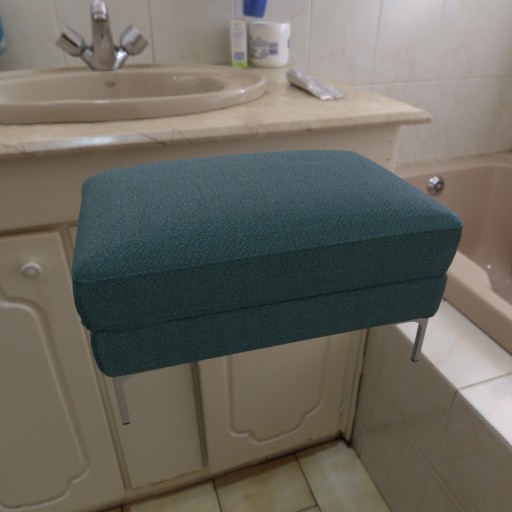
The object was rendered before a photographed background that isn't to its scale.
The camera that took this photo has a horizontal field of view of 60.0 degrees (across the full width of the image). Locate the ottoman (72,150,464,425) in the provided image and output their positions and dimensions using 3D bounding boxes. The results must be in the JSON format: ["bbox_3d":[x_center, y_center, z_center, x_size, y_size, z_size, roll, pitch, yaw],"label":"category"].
[{"bbox_3d":[0.000,0.000,1.192,0.856,0.498,0.563,-8,31,-14],"label":"ottoman"}]
